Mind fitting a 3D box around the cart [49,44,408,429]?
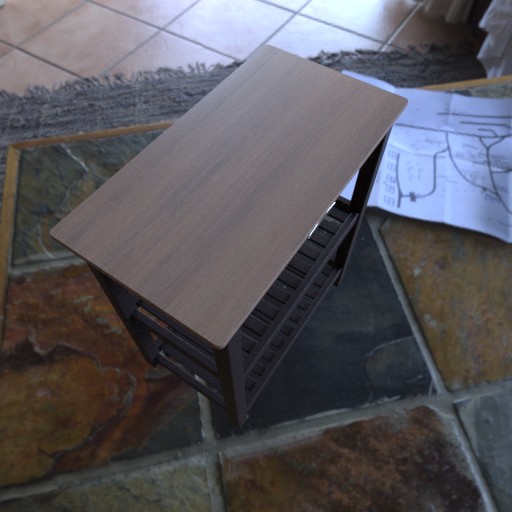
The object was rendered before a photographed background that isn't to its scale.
[{"bbox_3d":[0.000,0.000,1.455,0.457,0.927,0.899,30,62,18],"label":"cart"}]
